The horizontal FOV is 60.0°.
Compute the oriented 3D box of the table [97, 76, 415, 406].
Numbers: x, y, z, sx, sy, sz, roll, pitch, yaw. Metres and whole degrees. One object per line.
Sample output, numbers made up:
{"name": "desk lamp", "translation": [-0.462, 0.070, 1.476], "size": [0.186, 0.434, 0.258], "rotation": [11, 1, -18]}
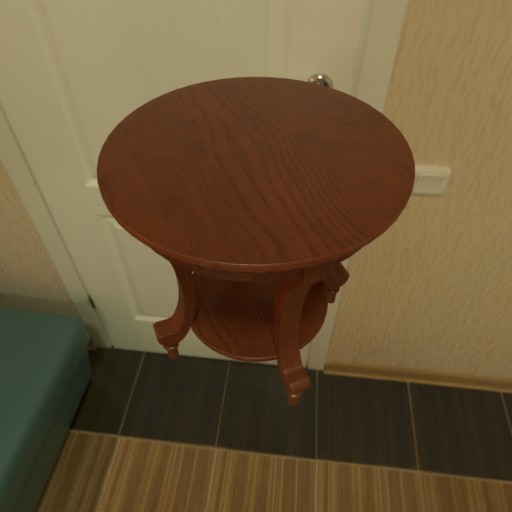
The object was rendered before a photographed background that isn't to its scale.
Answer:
{"name": "table", "translation": [0.000, 0.000, 1.077], "size": [0.597, 0.612, 0.597], "rotation": [0, 48, 0]}
